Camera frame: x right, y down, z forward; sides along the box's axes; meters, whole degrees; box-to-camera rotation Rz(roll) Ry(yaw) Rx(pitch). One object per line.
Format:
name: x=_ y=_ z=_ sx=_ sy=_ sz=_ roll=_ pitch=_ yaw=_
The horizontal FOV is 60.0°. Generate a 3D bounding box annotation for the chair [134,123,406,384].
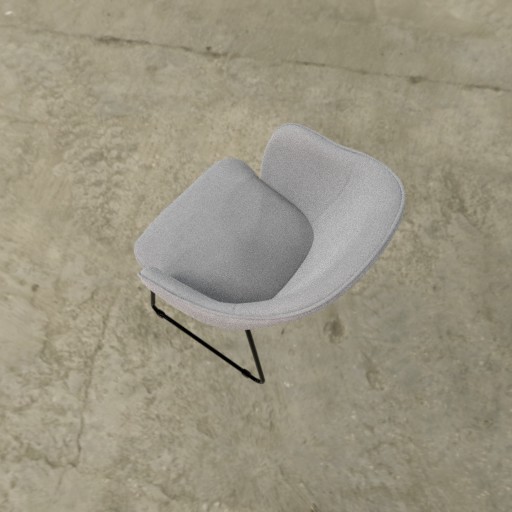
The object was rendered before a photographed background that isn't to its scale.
chair: x=0.000 y=0.000 z=1.245 sx=0.592 sy=0.817 sz=0.570 roll=35 pitch=69 yaw=15
